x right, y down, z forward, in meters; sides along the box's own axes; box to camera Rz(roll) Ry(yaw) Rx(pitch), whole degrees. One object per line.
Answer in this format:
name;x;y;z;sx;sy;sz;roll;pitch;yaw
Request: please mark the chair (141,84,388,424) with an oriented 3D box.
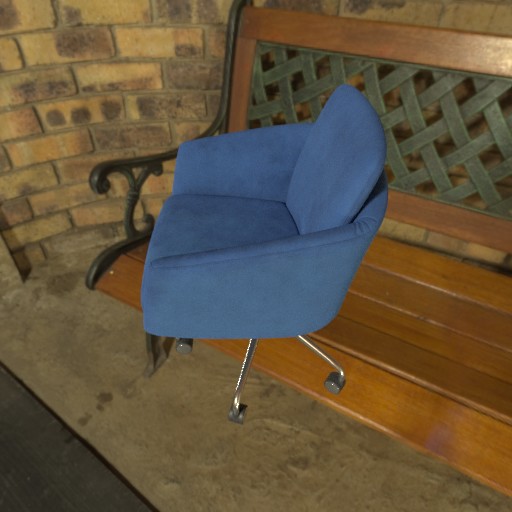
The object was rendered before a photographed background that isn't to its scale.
chair;0.000;0.000;1.349;0.635;0.908;0.641;-1;41;-1
